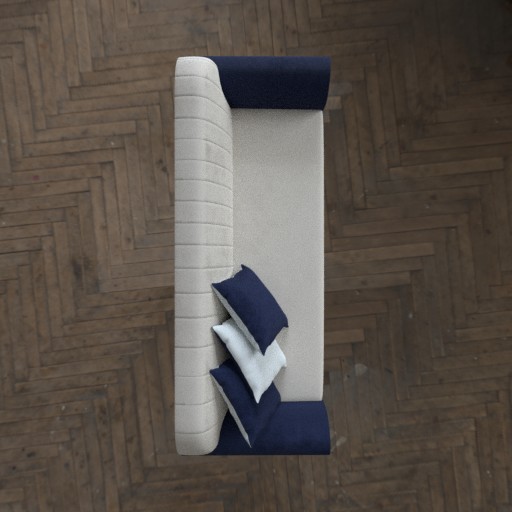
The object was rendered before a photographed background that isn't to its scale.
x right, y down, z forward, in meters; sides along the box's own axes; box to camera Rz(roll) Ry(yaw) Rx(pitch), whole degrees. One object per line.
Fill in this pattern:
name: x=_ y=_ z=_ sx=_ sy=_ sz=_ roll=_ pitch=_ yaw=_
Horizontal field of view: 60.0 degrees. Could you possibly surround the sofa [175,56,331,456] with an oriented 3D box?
sofa: x=0.000 y=0.000 z=2.385 sx=0.749 sy=0.789 sz=2.006 roll=0 pitch=90 yaw=-1
